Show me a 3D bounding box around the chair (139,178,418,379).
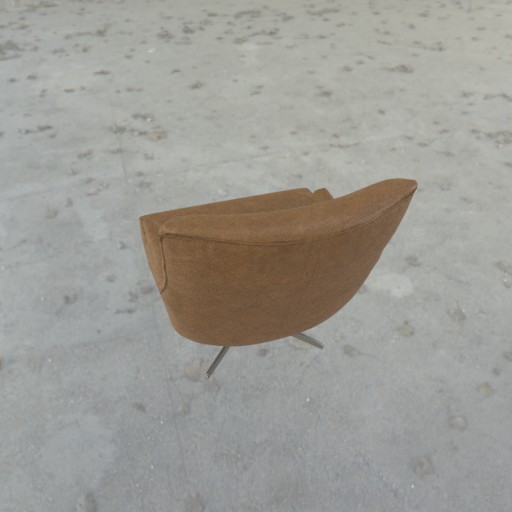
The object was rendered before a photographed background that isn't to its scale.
[{"bbox_3d":[0.000,0.000,1.523,0.729,0.869,0.874,-12,42,-13],"label":"chair"}]
